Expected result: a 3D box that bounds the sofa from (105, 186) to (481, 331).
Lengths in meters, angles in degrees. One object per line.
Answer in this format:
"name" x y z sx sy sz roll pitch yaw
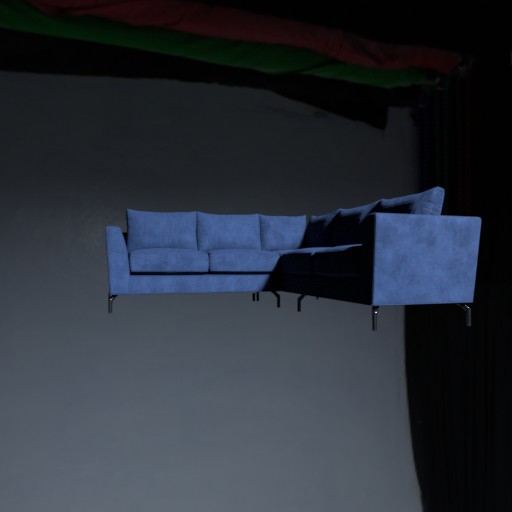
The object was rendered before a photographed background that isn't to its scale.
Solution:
"sofa" 0.000 0.000 3.825 2.472 0.988 2.463 0 -1 -18
